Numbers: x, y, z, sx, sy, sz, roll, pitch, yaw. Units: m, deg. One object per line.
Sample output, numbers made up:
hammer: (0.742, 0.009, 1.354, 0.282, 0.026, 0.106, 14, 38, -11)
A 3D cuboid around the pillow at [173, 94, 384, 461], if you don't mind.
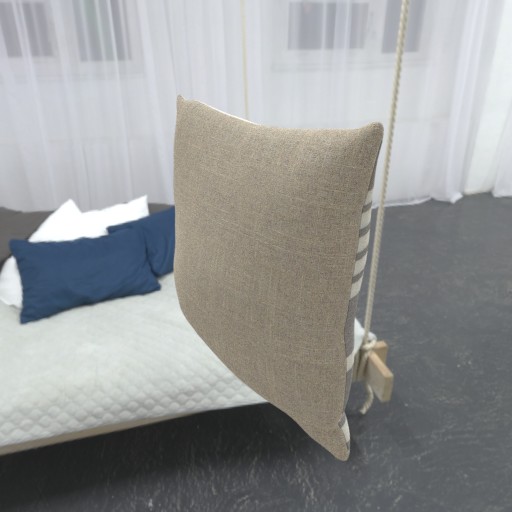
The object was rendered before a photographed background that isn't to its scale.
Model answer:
pillow: (0.000, 0.000, 0.666, 0.182, 0.440, 0.439, -17, 30, -32)
